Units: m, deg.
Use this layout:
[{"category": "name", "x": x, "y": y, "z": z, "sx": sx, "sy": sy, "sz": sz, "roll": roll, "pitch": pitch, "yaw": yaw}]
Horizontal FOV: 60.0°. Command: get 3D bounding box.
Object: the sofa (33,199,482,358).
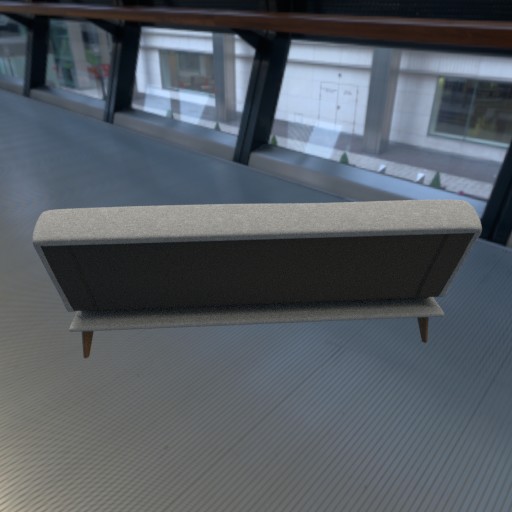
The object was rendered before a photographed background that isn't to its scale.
[{"category": "sofa", "x": 0.000, "y": 0.000, "z": 2.263, "sx": 1.800, "sy": 0.810, "sz": 0.860, "roll": -2, "pitch": 30, "yaw": -3}]
